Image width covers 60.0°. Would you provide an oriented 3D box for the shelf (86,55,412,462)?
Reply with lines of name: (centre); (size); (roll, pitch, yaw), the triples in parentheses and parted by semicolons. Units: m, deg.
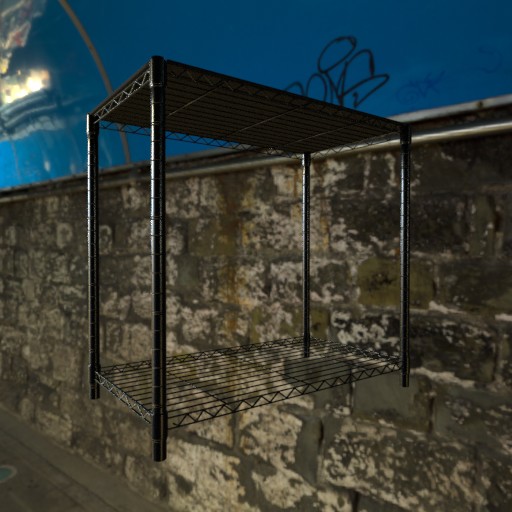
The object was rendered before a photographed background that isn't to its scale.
shelf: (0.000, 0.000, 0.915); (0.589, 0.564, 0.338); (-1, 1, -36)
